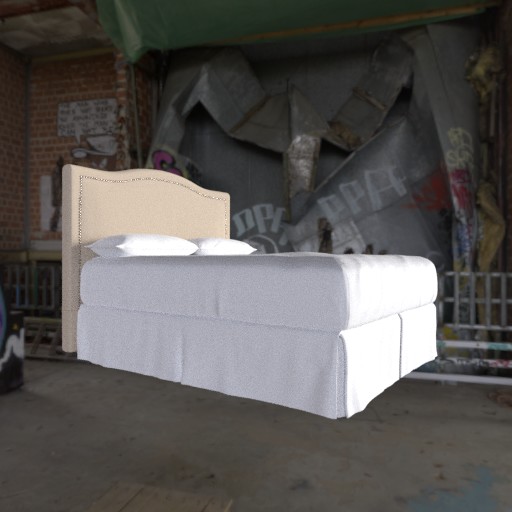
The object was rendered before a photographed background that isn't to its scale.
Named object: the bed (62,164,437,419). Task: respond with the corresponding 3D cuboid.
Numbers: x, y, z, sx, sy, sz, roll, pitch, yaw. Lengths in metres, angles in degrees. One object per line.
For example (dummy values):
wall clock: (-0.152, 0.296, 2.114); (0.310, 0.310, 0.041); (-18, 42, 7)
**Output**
bed: (0.000, 0.000, 3.200); (2.143, 1.460, 1.753); (0, 0, 36)
